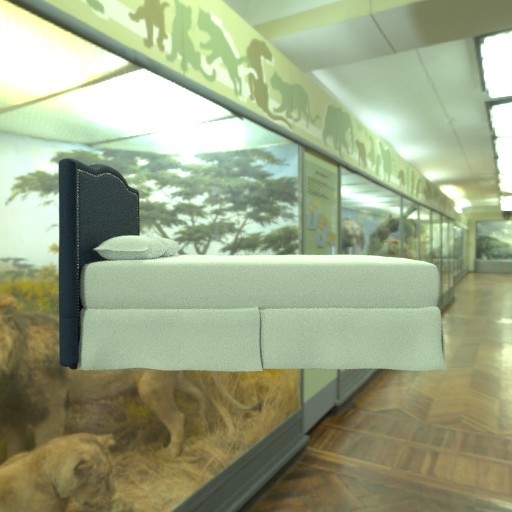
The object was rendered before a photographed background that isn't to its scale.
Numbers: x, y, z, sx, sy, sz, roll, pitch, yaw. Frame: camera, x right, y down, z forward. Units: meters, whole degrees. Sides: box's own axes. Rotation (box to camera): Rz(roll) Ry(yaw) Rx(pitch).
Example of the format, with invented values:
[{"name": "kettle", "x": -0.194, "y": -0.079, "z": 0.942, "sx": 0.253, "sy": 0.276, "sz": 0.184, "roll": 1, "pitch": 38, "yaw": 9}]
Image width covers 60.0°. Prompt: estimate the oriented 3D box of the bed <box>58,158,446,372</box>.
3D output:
[{"name": "bed", "x": 0.000, "y": 0.000, "z": 3.644, "sx": 2.507, "sy": 1.441, "sz": 1.741, "roll": 0, "pitch": 2, "yaw": -1}]
